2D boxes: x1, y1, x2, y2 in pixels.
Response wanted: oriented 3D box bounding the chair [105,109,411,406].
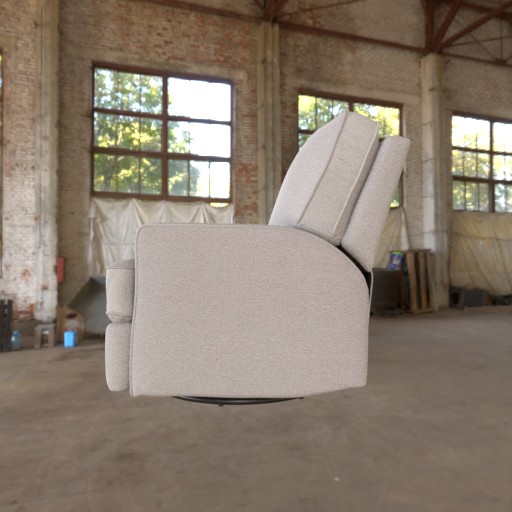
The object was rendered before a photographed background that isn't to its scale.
[{"bbox_3d":[0.000,0.000,1.738,0.969,0.964,0.861,0,-1,0],"label":"chair"}]
